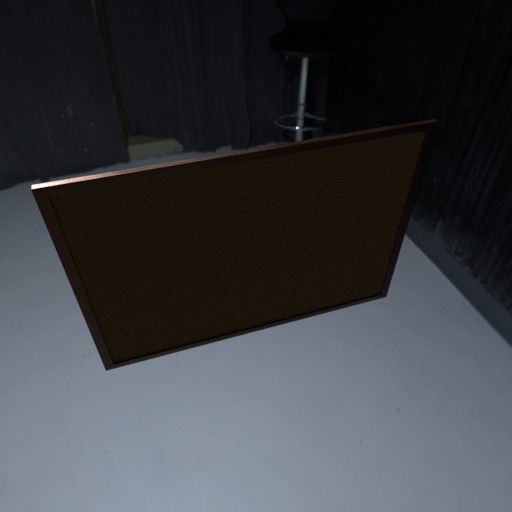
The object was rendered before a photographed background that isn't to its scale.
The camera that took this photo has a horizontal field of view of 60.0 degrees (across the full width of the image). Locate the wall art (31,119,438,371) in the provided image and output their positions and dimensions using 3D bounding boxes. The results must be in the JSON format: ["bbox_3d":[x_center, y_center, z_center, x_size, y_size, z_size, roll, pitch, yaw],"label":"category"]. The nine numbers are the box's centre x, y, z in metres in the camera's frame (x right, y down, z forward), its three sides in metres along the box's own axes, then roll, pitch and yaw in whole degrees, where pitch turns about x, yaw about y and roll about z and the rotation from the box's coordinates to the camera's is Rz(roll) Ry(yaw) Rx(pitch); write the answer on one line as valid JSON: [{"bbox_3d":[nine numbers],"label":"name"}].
[{"bbox_3d":[0.000,0.000,1.048,0.816,0.559,0.014,-13,44,-13],"label":"wall art"}]
